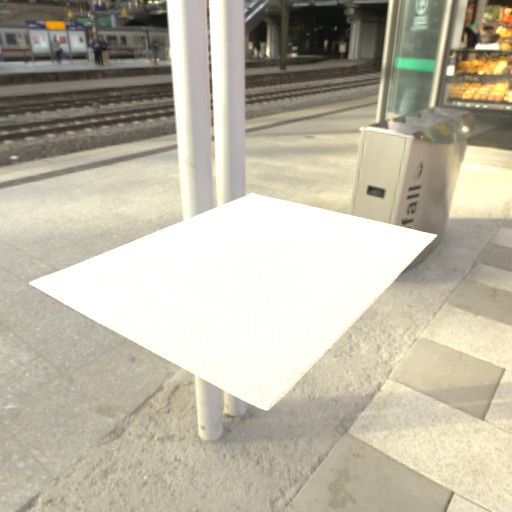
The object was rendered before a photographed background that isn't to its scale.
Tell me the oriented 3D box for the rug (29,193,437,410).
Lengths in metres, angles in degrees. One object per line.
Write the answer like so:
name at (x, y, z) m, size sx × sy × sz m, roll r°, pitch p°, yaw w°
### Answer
rug at (0.000, 0.000, 3.890) m, size 2.277 × 0.035 × 2.897 m, roll 18°, pitch 31°, yaw 32°
